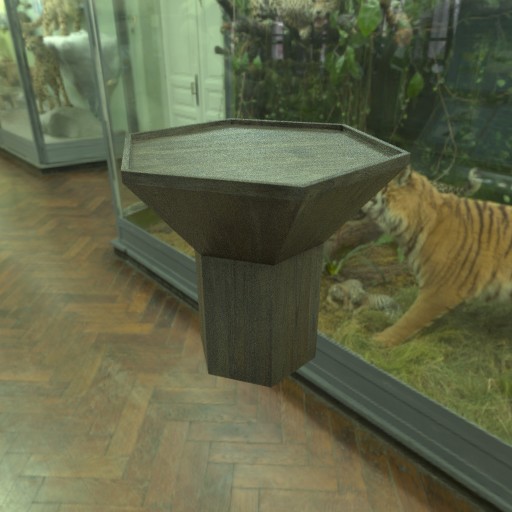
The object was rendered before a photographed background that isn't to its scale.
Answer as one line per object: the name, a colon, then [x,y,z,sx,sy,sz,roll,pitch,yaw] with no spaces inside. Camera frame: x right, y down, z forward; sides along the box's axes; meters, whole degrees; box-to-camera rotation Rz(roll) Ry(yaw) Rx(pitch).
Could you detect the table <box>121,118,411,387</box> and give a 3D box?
table: [0.000,0.000,1.157,0.683,0.586,0.592,8,28,15]
